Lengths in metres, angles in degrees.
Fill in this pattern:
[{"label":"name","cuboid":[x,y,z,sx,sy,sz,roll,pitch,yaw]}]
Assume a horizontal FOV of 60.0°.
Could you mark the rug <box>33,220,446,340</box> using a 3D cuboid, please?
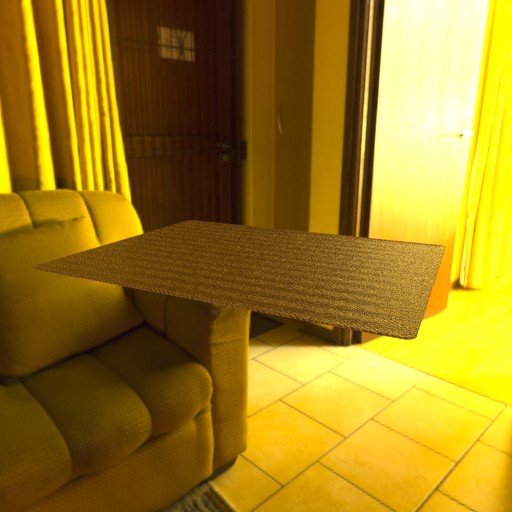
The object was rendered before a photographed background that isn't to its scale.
[{"label":"rug","cuboid":[0.000,0.000,4.238,3.207,0.014,2.439,7,17,25]}]
